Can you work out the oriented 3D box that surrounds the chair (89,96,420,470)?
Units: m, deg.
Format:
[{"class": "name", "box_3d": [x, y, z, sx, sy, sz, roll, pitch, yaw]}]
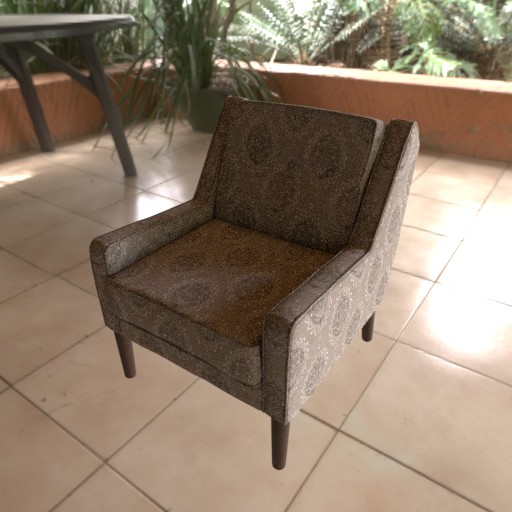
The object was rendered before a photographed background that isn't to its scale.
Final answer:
[{"class": "chair", "box_3d": [0.000, 0.000, 1.337, 0.665, 0.797, 0.750, 19, 35, 29]}]
